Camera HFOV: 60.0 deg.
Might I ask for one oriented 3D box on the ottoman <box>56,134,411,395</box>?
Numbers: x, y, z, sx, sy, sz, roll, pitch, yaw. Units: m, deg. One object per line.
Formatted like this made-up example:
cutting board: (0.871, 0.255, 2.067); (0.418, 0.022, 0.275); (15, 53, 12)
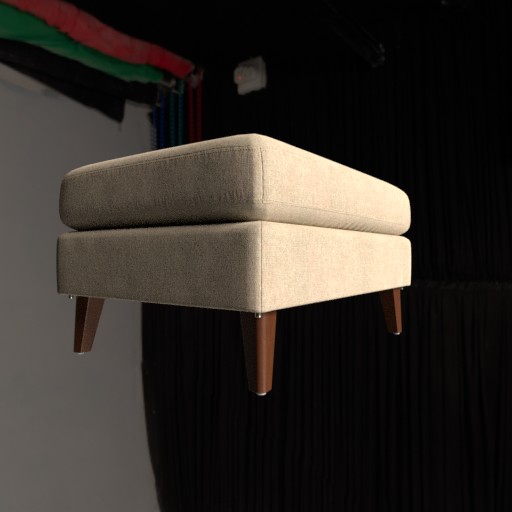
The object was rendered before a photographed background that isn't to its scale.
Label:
ottoman: (0.000, 0.000, 1.215); (0.610, 0.478, 0.823); (0, 0, 36)
